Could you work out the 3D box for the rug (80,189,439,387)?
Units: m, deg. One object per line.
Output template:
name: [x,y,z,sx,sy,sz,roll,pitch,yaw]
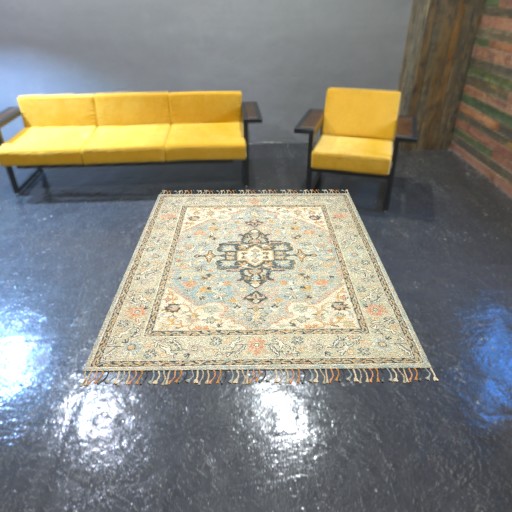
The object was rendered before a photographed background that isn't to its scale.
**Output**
rug: [0.000,0.000,2.293,1.278,0.009,1.730,0,32,-1]
